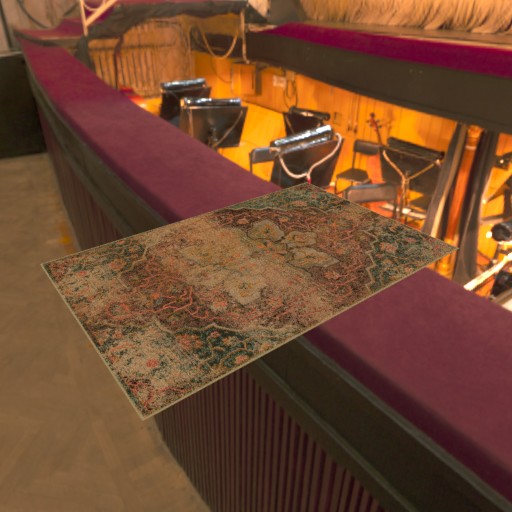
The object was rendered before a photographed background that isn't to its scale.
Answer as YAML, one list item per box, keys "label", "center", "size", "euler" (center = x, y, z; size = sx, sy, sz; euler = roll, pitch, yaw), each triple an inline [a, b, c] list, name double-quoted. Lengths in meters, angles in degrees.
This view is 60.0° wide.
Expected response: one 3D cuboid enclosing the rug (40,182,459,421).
- label: "rug"
  center: [0.000, 0.000, 2.943]
  size: [2.363, 0.004, 1.566]
  euler: [-21, 37, -31]
